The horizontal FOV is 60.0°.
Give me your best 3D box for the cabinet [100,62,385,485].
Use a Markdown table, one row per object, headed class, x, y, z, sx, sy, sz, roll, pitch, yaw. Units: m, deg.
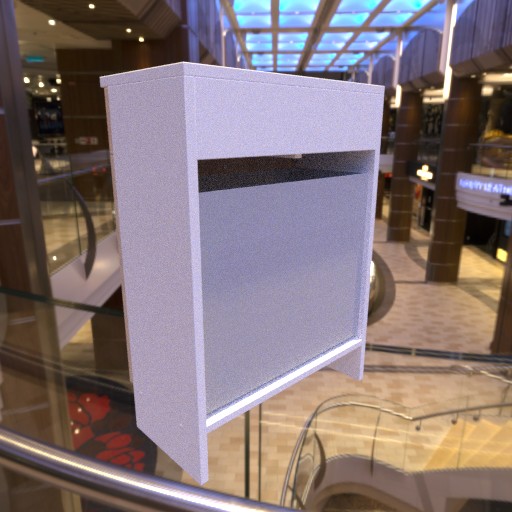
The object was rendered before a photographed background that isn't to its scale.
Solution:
| class | x | y | z | sx | sy | sz | roll | pitch | yaw |
| --- | --- | --- | --- | --- | --- | --- | --- | --- | --- |
| cabinet | 0.000 | 0.000 | 1.111 | 0.600 | 0.815 | 0.296 | -15 | 22 | -42 |
